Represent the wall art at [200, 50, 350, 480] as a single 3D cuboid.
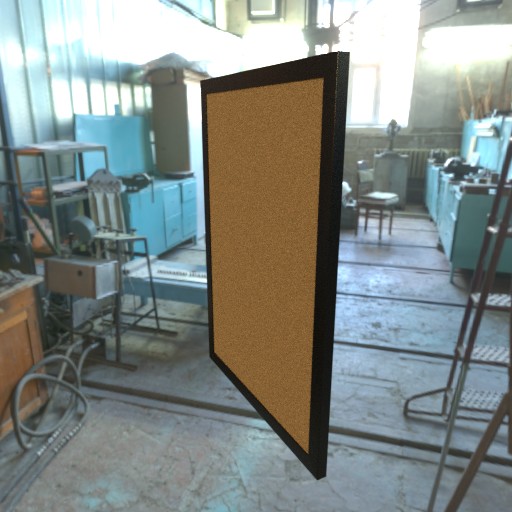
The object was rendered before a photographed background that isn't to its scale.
[{"bbox_3d":[0.000,0.000,0.842,0.019,0.656,0.462,-9,19,-27],"label":"wall art"}]
